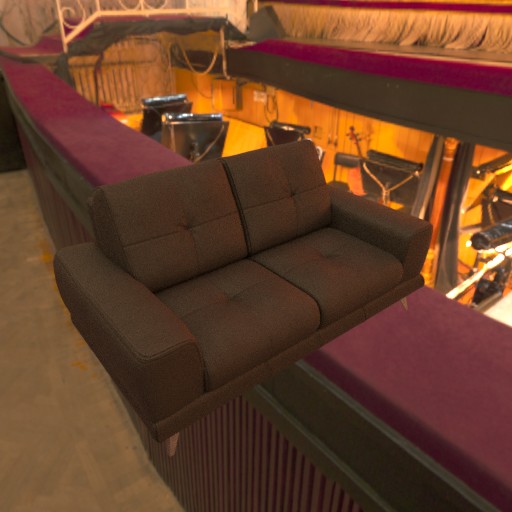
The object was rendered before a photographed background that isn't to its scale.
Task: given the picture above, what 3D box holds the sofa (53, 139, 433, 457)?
[{"bbox_3d":[0.000,0.000,2.341,1.806,0.907,1.018,-21,36,-33],"label":"sofa"}]
